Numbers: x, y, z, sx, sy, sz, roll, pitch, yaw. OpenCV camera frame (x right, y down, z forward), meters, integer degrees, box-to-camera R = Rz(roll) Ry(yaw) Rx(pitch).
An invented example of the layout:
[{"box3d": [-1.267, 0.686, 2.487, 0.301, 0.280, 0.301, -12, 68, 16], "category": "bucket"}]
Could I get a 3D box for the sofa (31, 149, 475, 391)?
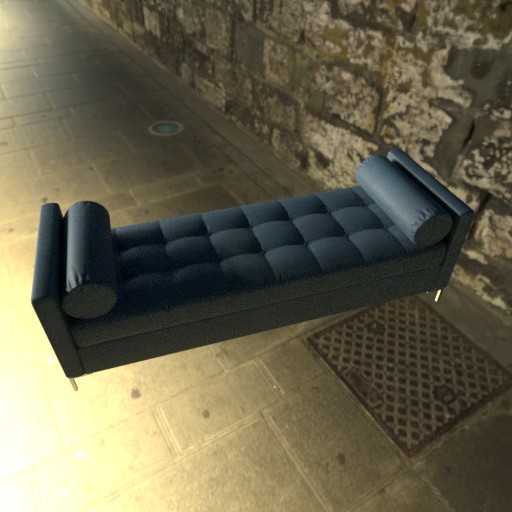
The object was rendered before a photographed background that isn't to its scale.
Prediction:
[{"box3d": [0.000, 0.000, 2.316, 1.981, 0.635, 0.686, -11, 42, -13], "category": "sofa"}]
